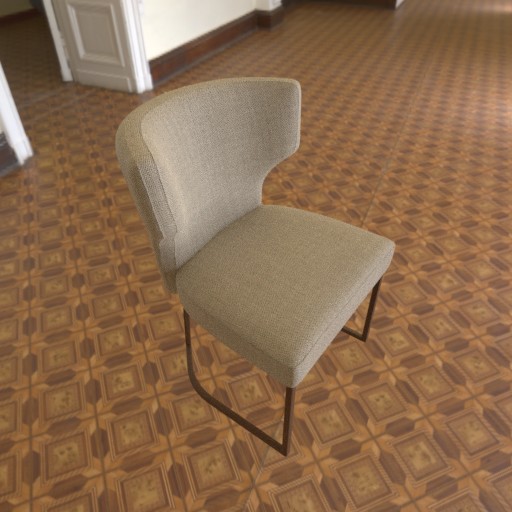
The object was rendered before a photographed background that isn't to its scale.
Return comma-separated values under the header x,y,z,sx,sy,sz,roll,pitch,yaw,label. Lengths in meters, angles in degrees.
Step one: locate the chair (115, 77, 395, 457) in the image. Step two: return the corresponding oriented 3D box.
x,y,z,sx,sy,sz,roll,pitch,yaw,label
0.000,0.000,1.261,0.617,0.824,0.611,25,46,27,chair
